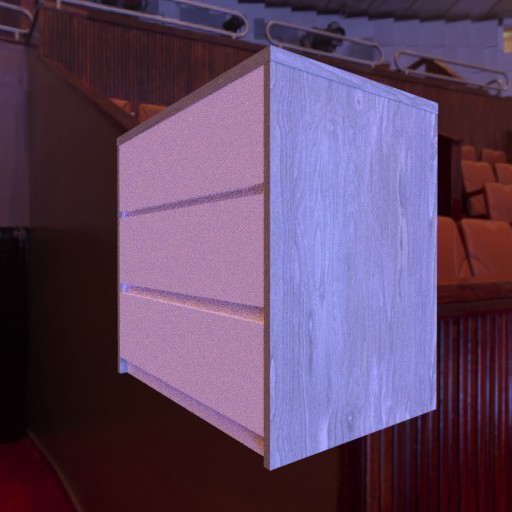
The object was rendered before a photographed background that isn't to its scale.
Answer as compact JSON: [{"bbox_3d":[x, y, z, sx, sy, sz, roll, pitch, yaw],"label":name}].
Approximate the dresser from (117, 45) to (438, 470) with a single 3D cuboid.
[{"bbox_3d":[0.000,0.000,1.276,0.529,0.762,0.809,0,1,-36],"label":"dresser"}]
